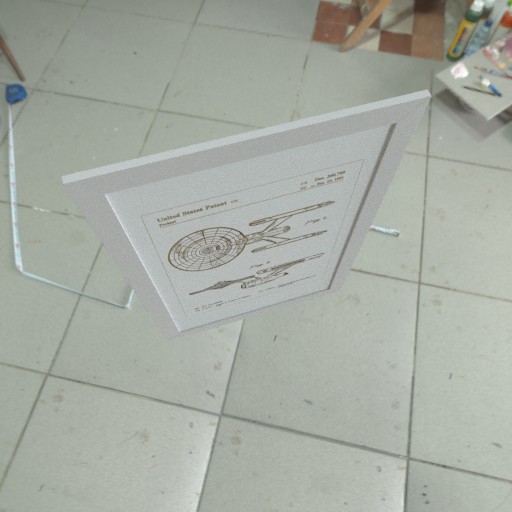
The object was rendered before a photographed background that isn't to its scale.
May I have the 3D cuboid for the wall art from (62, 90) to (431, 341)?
[{"bbox_3d":[0.000,0.000,0.820,0.454,0.659,0.011,-15,65,-7],"label":"wall art"}]
